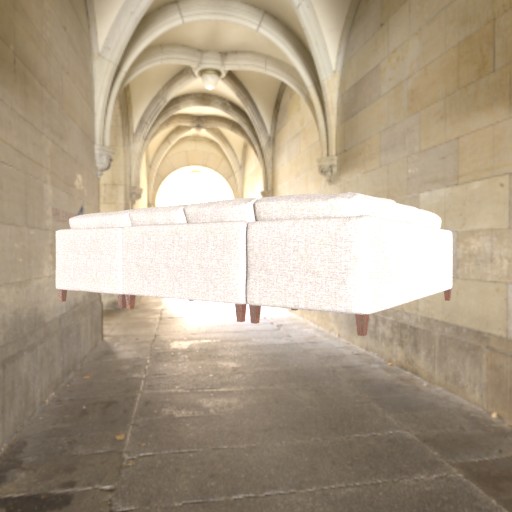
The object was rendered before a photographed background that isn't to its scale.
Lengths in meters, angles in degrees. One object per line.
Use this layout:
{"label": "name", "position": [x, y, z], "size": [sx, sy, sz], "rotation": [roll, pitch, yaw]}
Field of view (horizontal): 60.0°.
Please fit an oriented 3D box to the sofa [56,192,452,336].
{"label": "sofa", "position": [0.000, 0.000, 4.742], "size": [3.460, 0.959, 2.593], "rotation": [0, 1, 35]}
